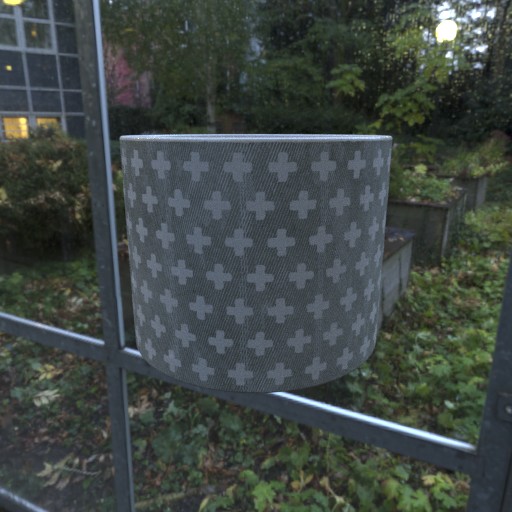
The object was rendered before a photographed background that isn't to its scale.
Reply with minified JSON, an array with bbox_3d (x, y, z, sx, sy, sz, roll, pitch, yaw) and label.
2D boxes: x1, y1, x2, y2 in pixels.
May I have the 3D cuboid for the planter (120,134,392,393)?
[{"bbox_3d":[0.000,0.000,0.456,0.250,0.239,0.250,0,16,0],"label":"planter"}]
